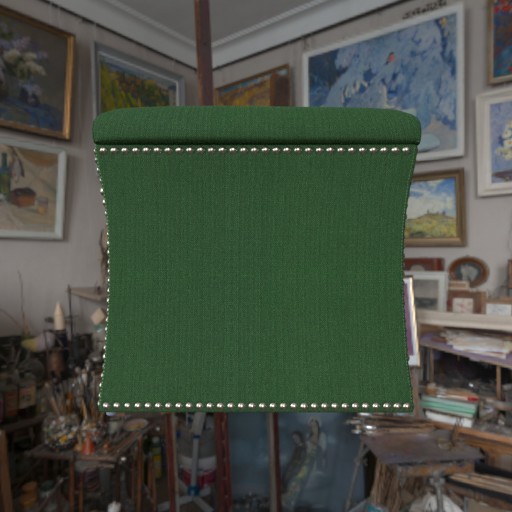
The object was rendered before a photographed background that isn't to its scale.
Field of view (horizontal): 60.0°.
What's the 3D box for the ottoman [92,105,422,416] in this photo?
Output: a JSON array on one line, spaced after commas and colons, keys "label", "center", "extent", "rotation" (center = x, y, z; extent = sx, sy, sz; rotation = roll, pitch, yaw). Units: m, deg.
[{"label": "ottoman", "center": [0.000, 0.000, 0.879], "extent": [0.497, 0.475, 0.507], "rotation": [0, 0, 0]}]
